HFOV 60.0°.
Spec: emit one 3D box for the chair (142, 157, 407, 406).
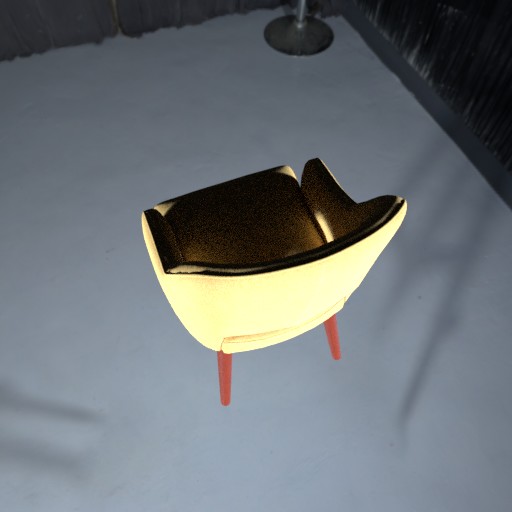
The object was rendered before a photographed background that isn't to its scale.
[{"bbox_3d":[0.000,0.000,1.240,0.548,0.849,0.605,-19,60,-11],"label":"chair"}]
